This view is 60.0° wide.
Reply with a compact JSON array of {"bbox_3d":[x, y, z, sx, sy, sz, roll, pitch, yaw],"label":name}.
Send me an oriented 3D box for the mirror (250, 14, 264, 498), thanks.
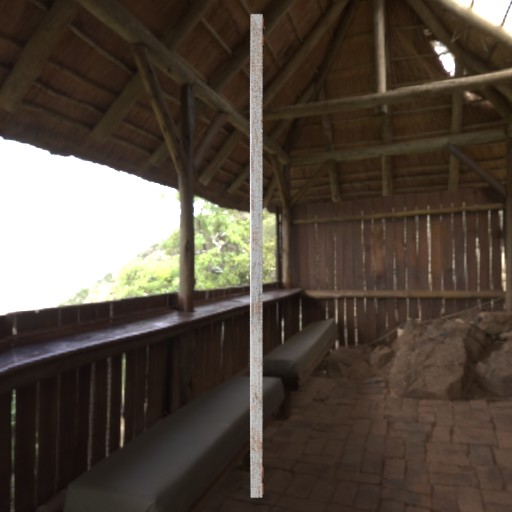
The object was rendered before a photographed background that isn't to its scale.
[{"bbox_3d":[0.000,0.000,1.081,0.027,0.922,0.472,0,1,-1],"label":"mirror"}]
